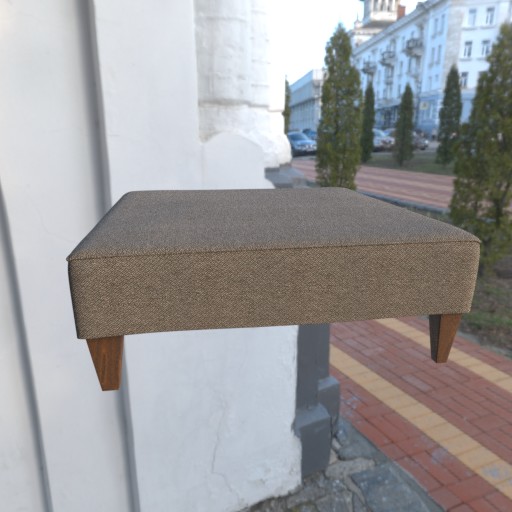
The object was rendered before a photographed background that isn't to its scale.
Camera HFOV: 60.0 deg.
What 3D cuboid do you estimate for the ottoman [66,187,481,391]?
[{"bbox_3d":[0.000,0.000,1.495,0.970,0.378,0.981,-2,16,-8],"label":"ottoman"}]
